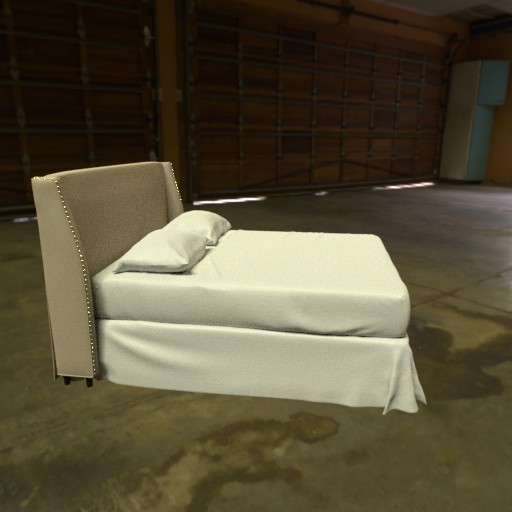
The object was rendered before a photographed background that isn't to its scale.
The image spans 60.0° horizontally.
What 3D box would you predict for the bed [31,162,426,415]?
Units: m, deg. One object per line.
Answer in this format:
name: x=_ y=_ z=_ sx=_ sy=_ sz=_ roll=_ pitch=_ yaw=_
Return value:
bed: x=0.000 y=0.000 z=3.366 sx=2.276 sy=1.332 sz=1.925 roll=2 pitch=15 yaw=9
